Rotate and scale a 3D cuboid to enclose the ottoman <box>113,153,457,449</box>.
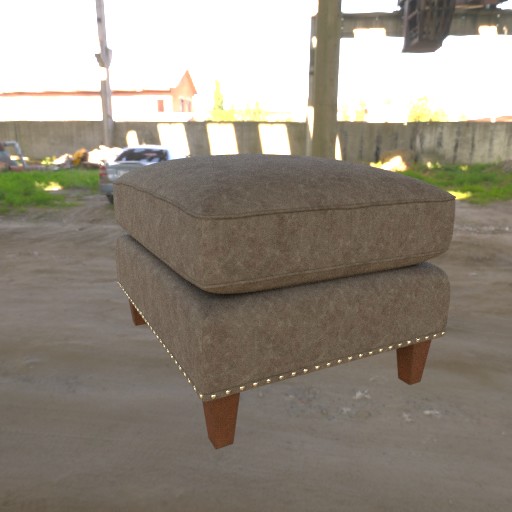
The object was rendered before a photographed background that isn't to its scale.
[{"bbox_3d":[0.000,0.000,1.140,0.584,0.513,0.741,-7,16,-27],"label":"ottoman"}]
